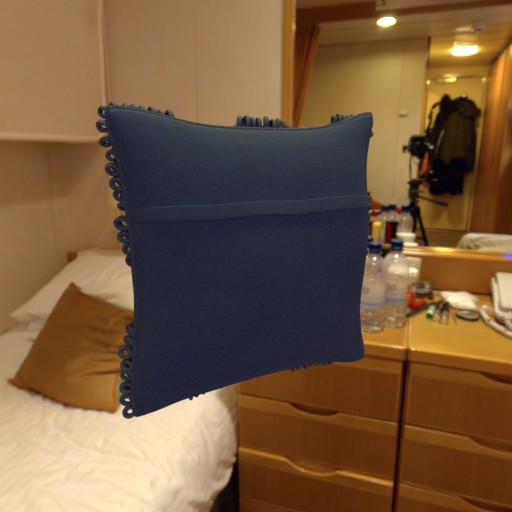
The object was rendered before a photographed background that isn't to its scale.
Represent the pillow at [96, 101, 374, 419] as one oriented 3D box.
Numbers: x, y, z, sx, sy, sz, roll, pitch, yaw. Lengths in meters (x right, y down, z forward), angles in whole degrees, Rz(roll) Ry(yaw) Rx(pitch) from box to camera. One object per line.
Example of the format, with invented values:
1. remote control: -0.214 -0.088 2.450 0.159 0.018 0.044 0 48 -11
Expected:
1. pillow: 0.000 0.000 0.730 0.469 0.466 0.172 -7 15 -26
